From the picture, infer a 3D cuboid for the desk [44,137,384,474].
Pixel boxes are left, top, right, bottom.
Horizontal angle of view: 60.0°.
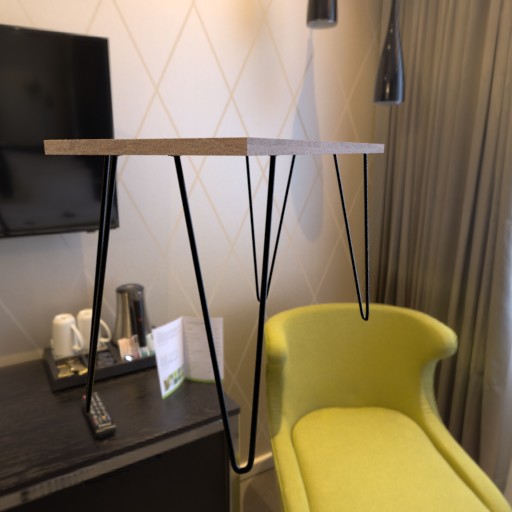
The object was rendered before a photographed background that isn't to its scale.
[{"bbox_3d":[0.000,0.000,1.335,0.499,0.660,0.991,7,15,27],"label":"desk"}]
